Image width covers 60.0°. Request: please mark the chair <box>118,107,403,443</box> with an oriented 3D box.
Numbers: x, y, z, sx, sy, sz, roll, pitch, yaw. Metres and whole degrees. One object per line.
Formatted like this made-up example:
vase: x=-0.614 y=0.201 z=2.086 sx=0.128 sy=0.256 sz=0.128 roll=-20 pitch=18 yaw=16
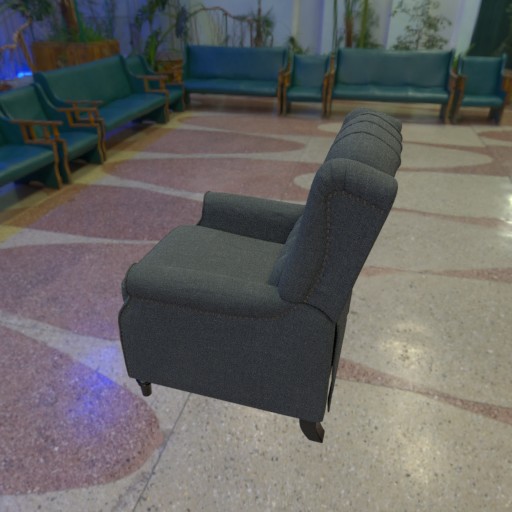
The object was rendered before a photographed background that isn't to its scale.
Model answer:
chair: x=0.000 y=0.000 z=1.637 sx=0.898 sy=1.035 sz=0.742 roll=9 pitch=32 yaw=14
